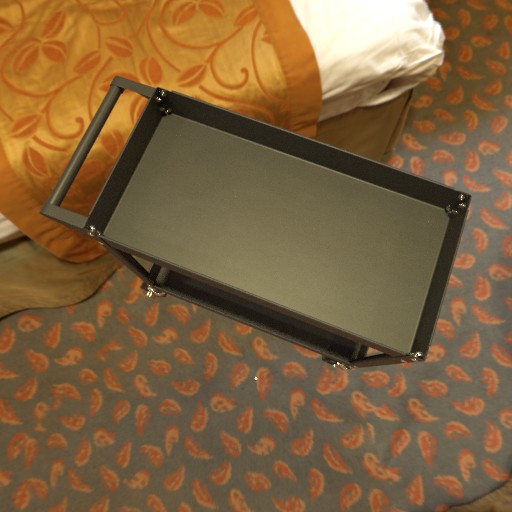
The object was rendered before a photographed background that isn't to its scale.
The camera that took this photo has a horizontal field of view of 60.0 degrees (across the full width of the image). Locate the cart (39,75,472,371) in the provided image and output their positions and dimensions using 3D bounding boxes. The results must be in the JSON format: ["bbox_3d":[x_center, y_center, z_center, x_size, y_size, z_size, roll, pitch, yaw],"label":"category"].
[{"bbox_3d":[0.000,0.000,1.190,0.779,0.719,0.366,21,76,6],"label":"cart"}]
